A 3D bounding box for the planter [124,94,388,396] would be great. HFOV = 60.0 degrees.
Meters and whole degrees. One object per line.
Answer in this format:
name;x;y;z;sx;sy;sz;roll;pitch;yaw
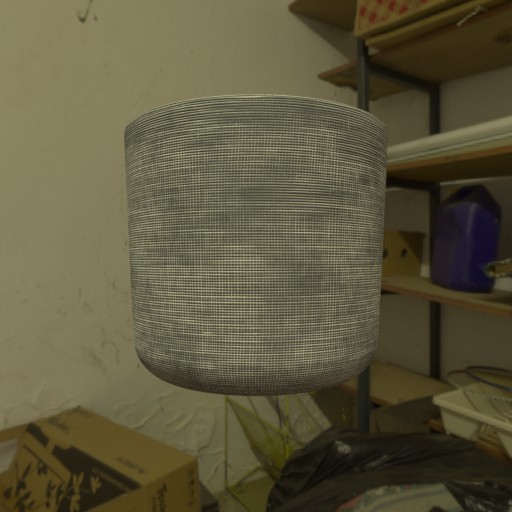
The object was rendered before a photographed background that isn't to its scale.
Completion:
planter;0.000;0.000;0.769;0.440;0.398;0.440;0;-1;0
